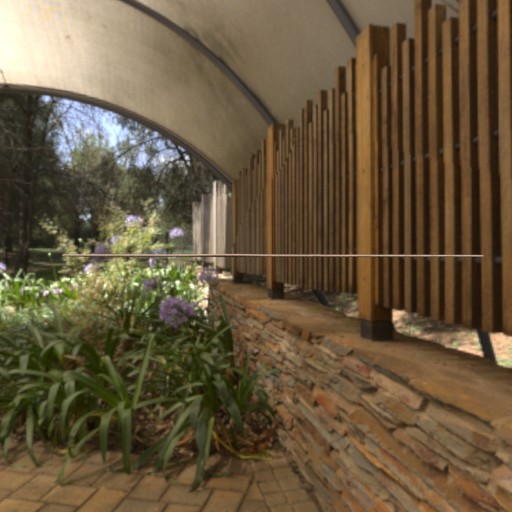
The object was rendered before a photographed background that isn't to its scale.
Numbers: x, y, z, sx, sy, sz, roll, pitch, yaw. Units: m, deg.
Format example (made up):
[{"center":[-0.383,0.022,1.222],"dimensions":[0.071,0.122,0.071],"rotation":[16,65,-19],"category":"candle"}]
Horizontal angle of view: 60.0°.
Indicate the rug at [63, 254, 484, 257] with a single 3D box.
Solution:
[{"center":[0.000,0.000,4.470],"dimensions":[3.357,0.019,2.449],"rotation":[0,0,-18],"category":"rug"}]
